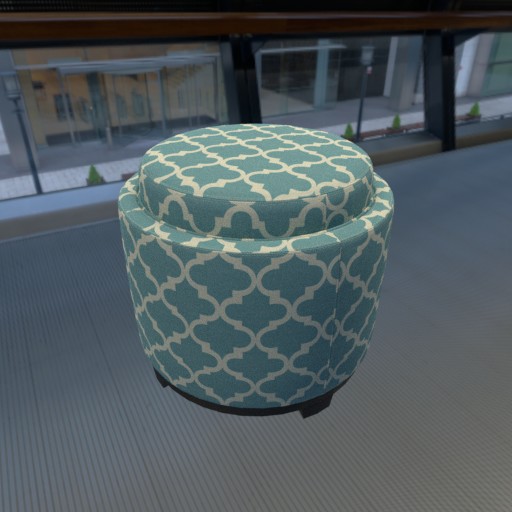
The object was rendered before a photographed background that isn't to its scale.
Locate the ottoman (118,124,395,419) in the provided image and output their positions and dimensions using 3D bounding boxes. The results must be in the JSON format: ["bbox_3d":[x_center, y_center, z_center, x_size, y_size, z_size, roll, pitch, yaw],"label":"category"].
[{"bbox_3d":[0.000,0.000,0.854,0.480,0.429,0.480,0,31,0],"label":"ottoman"}]
